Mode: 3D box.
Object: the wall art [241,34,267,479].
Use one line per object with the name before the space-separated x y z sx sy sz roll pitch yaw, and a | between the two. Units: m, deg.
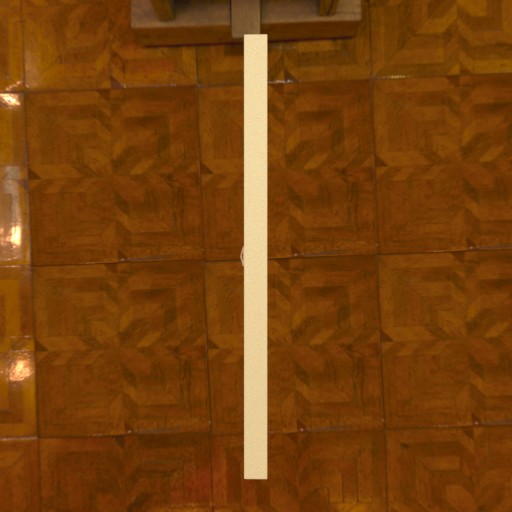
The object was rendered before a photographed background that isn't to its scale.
wall art | 0.000 0.000 1.138 0.050 0.762 0.761 0 90 1
